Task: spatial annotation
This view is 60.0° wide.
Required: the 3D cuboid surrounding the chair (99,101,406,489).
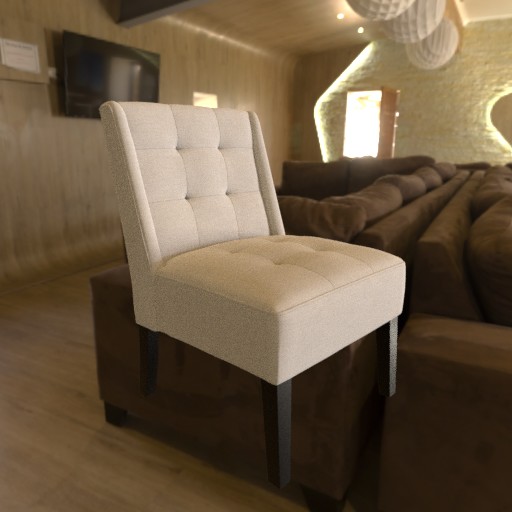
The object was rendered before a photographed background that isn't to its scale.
[{"bbox_3d":[0.000,0.000,1.271,0.676,0.853,0.569,13,19,42],"label":"chair"}]
